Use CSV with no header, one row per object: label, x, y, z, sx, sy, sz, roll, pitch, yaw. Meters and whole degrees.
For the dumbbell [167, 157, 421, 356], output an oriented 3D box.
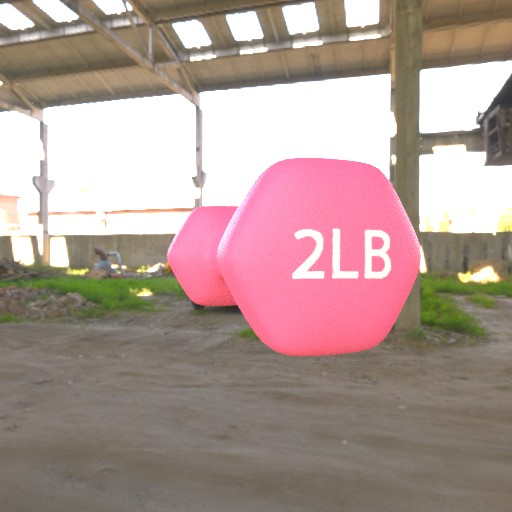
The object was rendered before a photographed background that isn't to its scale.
dumbbell,0.000,0.000,0.179,0.058,0.053,0.146,0,0,-17
